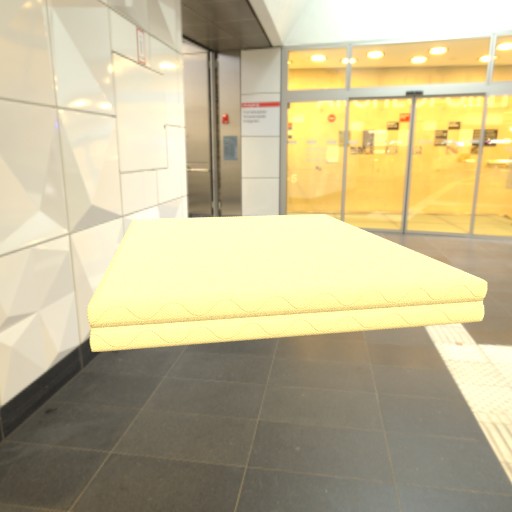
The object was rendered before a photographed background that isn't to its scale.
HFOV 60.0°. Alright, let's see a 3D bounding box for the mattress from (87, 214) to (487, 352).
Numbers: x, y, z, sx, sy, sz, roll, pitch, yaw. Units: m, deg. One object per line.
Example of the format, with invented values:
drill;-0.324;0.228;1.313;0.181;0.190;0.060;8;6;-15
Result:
mattress;0.000;0.000;2.678;1.600;0.200;2.000;-3;14;-10
